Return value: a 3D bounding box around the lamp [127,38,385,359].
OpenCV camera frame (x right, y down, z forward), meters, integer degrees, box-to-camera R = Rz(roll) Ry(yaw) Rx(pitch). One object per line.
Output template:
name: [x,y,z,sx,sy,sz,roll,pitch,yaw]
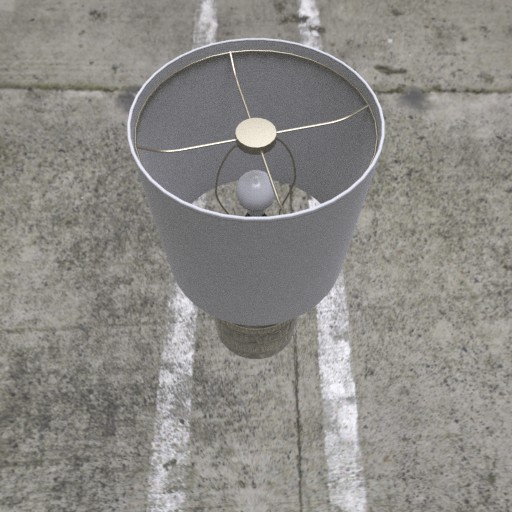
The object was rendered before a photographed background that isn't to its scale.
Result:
lamp: [0.000,0.000,0.561,0.211,0.455,0.211,0,59,0]
